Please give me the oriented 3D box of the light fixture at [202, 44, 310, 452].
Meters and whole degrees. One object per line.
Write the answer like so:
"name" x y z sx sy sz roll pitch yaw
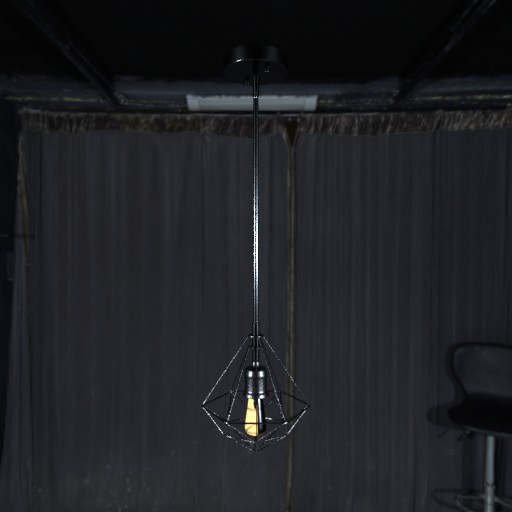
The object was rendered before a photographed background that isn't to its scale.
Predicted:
"light fixture" 0.000 0.000 1.996 0.487 1.764 0.431 0 0 0
